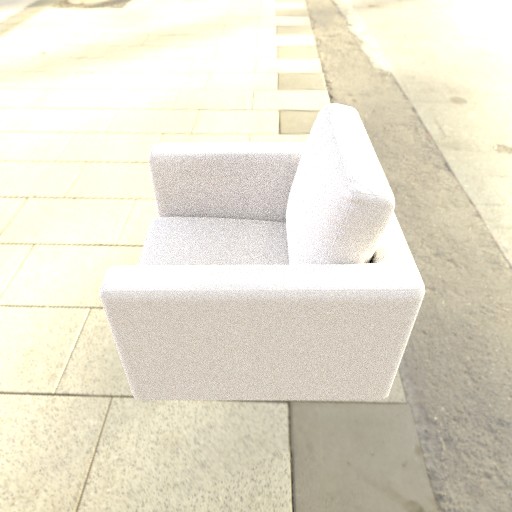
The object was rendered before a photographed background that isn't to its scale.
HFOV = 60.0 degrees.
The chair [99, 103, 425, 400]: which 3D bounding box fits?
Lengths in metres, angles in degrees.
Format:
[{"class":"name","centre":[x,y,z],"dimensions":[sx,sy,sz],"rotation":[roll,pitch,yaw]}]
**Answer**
[{"class":"chair","centre":[0.000,0.000,1.576],"dimensions":[0.879,0.899,0.831],"rotation":[0,41,0]}]
